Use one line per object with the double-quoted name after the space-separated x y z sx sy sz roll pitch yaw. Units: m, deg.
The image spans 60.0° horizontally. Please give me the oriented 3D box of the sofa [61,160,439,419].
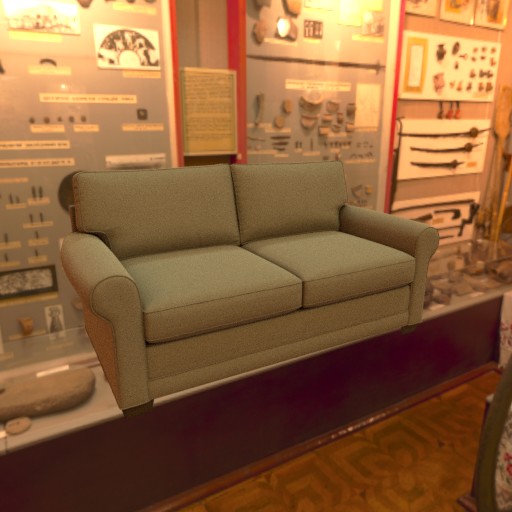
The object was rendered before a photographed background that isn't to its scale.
0.000 0.000 2.433 1.930 0.952 0.940 -9 19 -28 "sofa"
